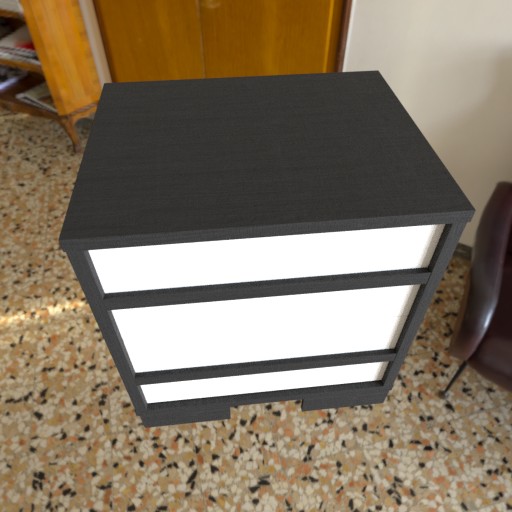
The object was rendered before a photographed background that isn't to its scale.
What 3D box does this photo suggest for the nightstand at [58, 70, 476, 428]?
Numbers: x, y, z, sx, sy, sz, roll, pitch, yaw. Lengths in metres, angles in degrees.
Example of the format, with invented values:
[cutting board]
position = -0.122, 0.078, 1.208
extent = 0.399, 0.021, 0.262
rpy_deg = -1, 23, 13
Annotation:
[nightstand]
position = 0.000, 0.000, 0.729
extent = 0.427, 0.448, 0.347
rpy_deg = -4, 46, -4
